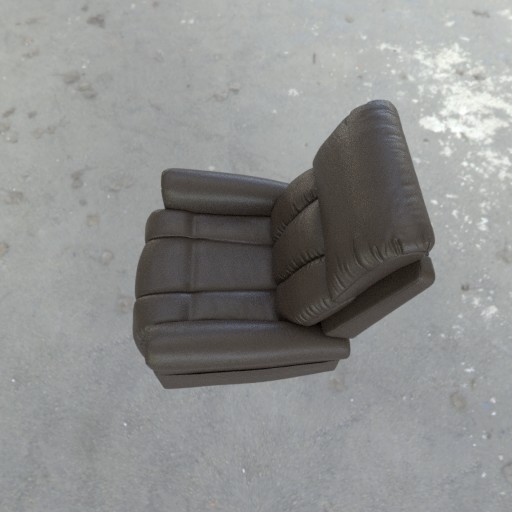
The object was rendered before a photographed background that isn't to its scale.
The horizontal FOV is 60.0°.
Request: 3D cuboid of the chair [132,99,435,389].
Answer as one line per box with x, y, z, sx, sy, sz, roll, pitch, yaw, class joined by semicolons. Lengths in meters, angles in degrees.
0.000;0.000;1.712;0.978;1.028;0.869;-2;58;-1;chair
